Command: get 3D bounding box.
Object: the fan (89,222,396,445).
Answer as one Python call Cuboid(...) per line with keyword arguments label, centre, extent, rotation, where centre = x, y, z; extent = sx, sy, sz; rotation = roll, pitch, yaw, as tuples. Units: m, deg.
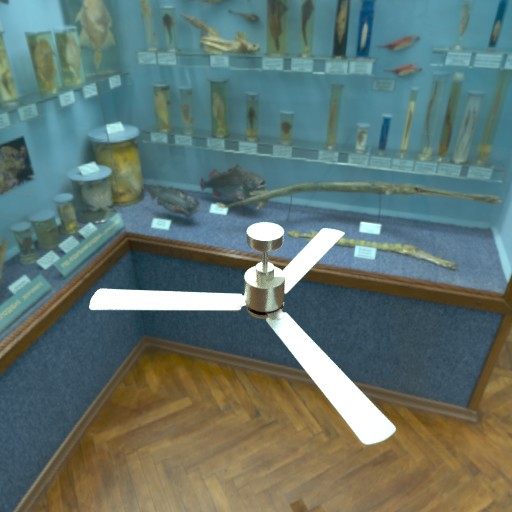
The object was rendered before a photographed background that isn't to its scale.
Cuboid(label="fan", centre=(0.000, 0.000, 2.280), extent=(1.561, 0.446, 1.531), rotation=(11, 34, 16))
